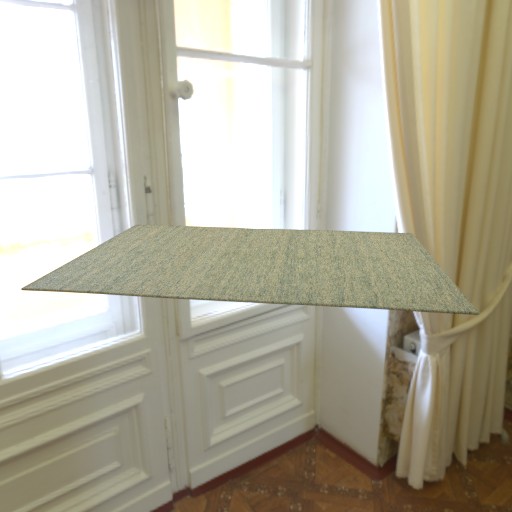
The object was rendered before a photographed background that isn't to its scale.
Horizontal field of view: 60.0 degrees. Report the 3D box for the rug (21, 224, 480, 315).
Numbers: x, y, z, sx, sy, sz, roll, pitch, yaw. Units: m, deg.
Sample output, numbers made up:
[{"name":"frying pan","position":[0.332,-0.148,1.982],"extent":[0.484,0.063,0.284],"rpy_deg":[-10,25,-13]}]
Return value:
[{"name":"rug","position":[0.000,0.000,2.911],"extent":[2.283,0.013,1.547],"rpy_deg":[2,17,8]}]
